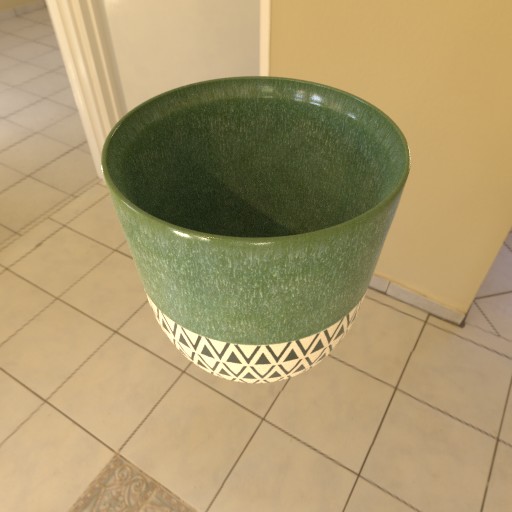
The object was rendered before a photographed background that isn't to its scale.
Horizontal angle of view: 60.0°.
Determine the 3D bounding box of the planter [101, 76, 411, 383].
[{"bbox_3d":[0.000,0.000,0.361,0.195,0.214,0.195,0,45,0],"label":"planter"}]
